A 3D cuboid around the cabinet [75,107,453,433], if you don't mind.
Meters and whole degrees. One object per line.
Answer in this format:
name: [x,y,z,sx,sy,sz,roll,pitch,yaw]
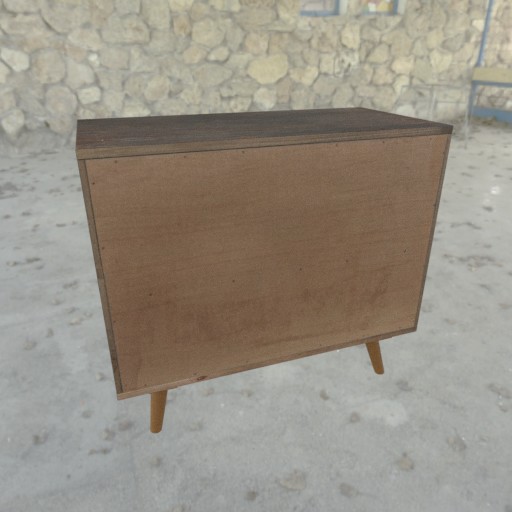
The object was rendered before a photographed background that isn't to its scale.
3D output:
cabinet: [0.000,0.000,1.532,1.023,0.897,0.529,-9,26,-18]
